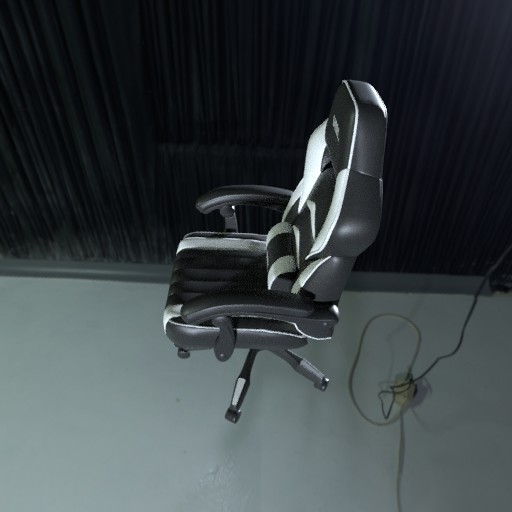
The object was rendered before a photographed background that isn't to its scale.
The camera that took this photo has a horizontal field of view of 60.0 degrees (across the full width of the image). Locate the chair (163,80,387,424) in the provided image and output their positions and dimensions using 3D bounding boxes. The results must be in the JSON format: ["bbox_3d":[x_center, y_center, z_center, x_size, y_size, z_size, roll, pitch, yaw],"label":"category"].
[{"bbox_3d":[0.000,0.000,1.606,0.700,1.200,0.676,-1,42,-1],"label":"chair"}]
